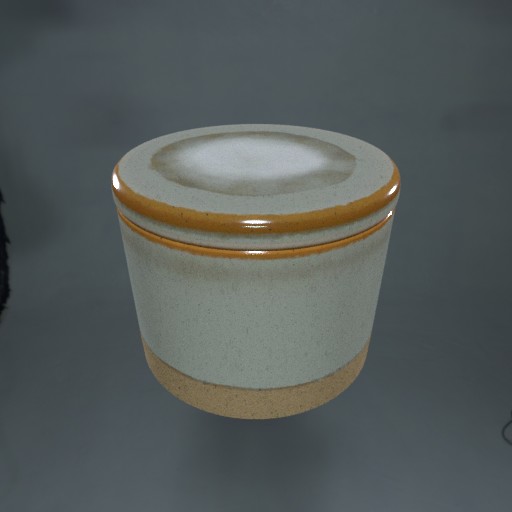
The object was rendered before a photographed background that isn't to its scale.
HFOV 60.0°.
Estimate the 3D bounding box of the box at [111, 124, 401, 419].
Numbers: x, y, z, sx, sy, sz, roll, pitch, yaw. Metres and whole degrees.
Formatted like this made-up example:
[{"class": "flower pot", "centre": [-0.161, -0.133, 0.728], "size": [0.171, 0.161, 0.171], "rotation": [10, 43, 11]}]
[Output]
[{"class": "box", "centre": [0.000, 0.000, 0.218], "size": [0.123, 0.100, 0.123], "rotation": [0, 31, 0]}]
